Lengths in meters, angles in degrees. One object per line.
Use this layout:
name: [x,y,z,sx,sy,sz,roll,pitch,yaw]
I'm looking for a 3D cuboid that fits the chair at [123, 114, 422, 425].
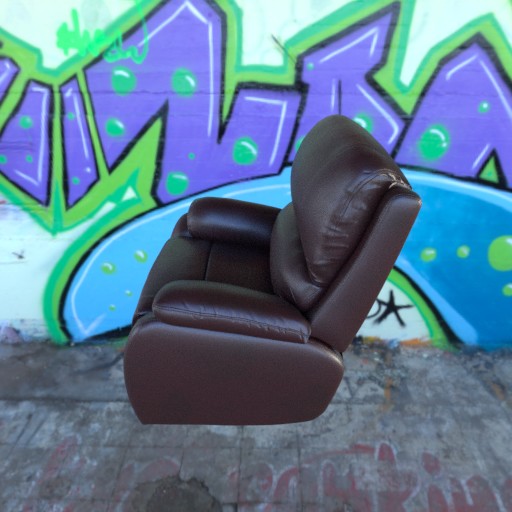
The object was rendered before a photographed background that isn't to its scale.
chair: [0.000,0.000,1.739,0.899,1.011,0.930,0,28,1]
